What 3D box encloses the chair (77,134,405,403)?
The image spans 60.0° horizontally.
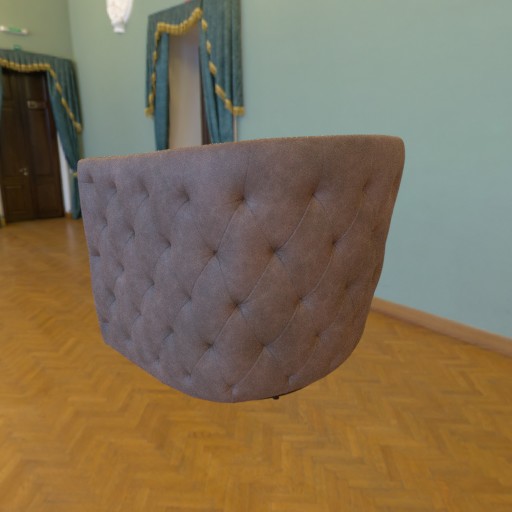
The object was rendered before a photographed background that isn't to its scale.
[{"bbox_3d":[0.000,0.000,1.502,0.850,0.790,0.870,-14,20,-41],"label":"chair"}]
